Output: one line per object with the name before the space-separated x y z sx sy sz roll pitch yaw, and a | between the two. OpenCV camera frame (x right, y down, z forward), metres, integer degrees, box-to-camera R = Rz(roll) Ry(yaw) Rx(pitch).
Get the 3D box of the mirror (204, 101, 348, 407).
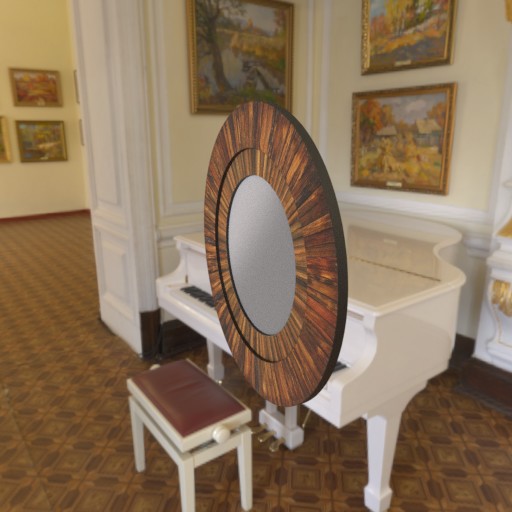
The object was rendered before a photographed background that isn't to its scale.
mirror | 0.000 0.000 1.634 0.036 1.077 1.077 -7 17 -24
